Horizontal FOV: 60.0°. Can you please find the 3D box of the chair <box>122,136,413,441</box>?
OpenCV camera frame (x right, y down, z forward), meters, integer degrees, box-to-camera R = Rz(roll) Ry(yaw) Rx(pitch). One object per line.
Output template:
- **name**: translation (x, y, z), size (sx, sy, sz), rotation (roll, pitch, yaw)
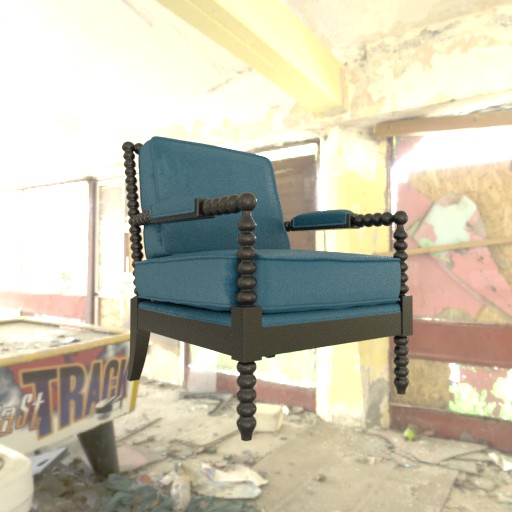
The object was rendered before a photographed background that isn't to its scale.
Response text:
- **chair**: translation (0.000, 0.000, 1.487), size (0.688, 0.857, 0.805), rotation (1, -1, -37)
